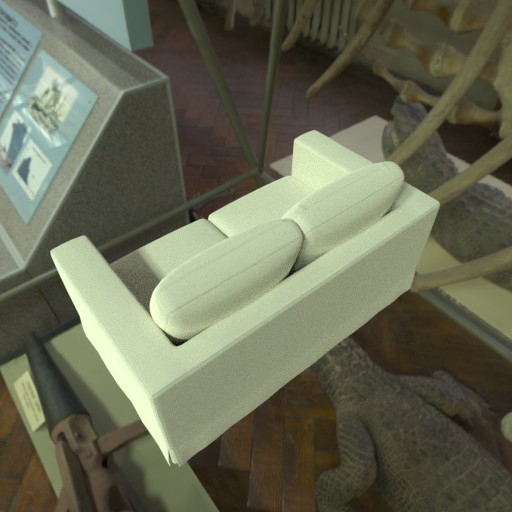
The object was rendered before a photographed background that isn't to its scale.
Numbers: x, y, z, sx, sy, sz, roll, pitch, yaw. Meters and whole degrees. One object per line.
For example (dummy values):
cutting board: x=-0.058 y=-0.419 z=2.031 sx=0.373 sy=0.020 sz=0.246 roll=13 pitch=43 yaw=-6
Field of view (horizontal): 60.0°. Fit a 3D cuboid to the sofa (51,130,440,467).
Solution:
sofa: x=0.000 y=0.000 z=2.419 sx=1.813 sy=0.932 sz=1.009 roll=-30 pitch=53 yaw=-26
